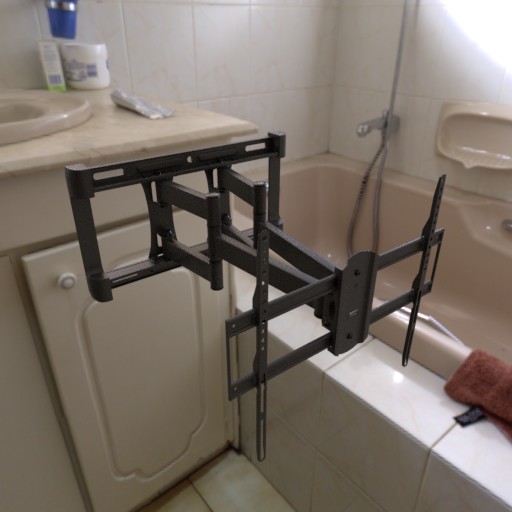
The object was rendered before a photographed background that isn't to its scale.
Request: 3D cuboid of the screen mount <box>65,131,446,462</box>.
[{"bbox_3d":[0.000,0.000,0.942,0.571,0.424,0.556,-19,33,-32],"label":"screen mount"}]
